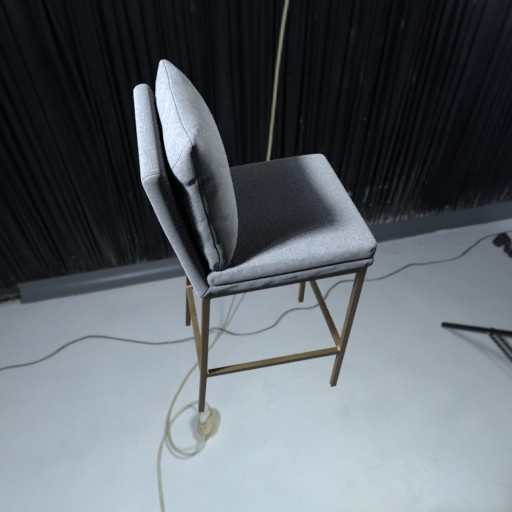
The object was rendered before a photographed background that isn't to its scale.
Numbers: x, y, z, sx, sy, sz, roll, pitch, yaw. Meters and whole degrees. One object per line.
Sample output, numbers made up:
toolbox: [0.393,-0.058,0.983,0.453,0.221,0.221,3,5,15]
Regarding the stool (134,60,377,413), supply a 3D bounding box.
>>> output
stool: [0.000,0.000,1.425,0.569,1.130,0.463,-9,47,-9]
